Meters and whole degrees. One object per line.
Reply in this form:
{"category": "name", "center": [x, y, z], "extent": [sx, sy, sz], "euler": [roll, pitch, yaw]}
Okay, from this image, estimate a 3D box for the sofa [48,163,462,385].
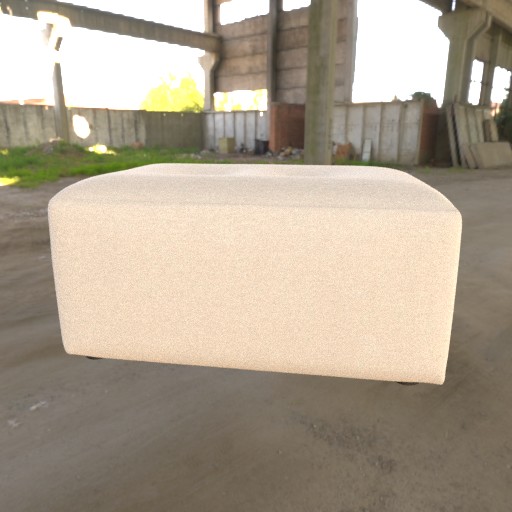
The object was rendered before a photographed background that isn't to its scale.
{"category": "sofa", "center": [0.000, 0.000, 1.217], "extent": [0.930, 0.470, 0.480], "euler": [2, 16, 8]}
